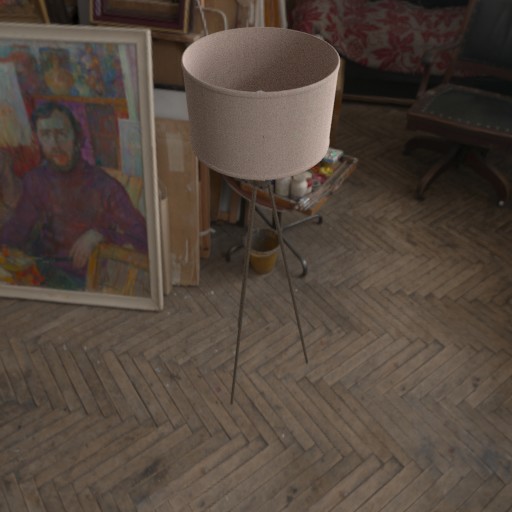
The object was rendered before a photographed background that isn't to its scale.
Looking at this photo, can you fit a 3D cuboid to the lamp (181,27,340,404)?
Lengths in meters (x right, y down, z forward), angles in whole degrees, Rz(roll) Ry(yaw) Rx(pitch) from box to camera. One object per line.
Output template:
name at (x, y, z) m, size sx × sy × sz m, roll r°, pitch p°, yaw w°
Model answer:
lamp at (0.000, 0.000, 1.718) m, size 0.449 × 1.545 × 0.460 m, roll -23°, pitch 50°, yaw -20°
